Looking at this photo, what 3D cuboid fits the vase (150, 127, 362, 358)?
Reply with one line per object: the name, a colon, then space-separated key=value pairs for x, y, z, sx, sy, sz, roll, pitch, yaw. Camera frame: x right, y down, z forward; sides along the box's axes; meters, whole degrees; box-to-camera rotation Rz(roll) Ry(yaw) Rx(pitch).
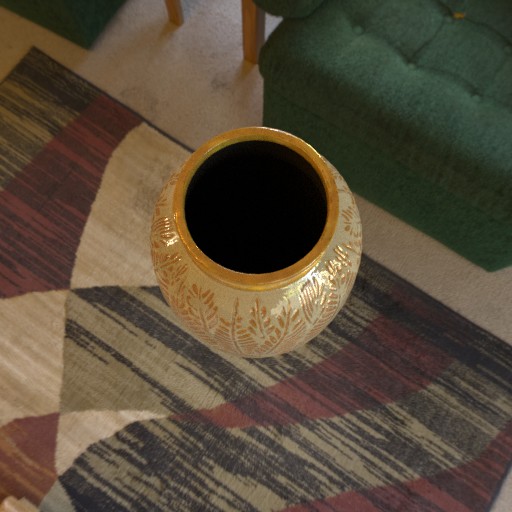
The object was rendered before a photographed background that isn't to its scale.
vase: x=0.000 y=0.000 z=0.385 sx=0.172 sy=0.270 sz=0.172 roll=0 pitch=77 yaw=0
